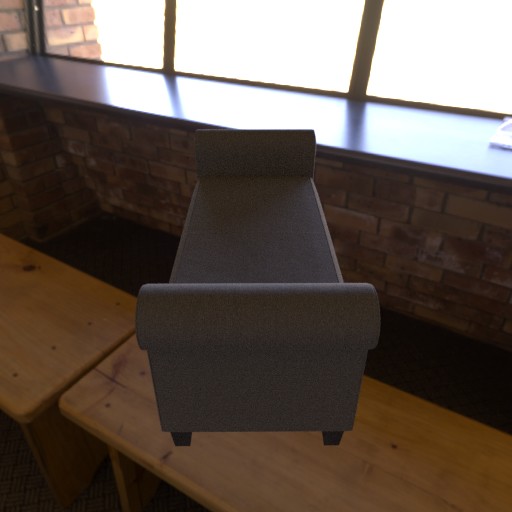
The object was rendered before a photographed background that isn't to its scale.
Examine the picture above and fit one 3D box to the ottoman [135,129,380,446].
[{"bbox_3d":[0.000,0.000,1.550,0.521,0.547,1.256,0,33,0],"label":"ottoman"}]
